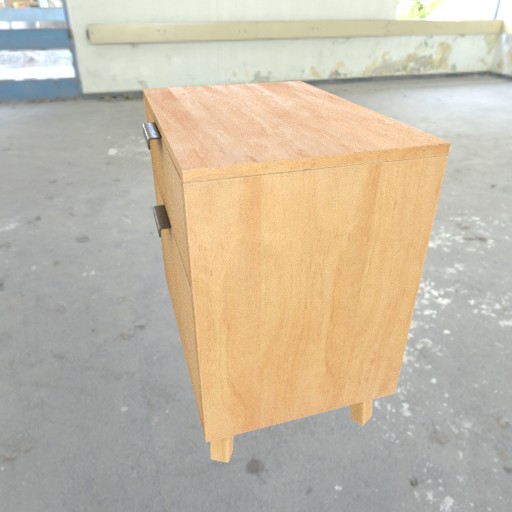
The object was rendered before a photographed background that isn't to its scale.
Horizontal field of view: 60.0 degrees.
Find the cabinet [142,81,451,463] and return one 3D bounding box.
[{"bbox_3d":[0.000,0.000,0.938,0.394,0.599,0.551,-9,31,-15],"label":"cabinet"}]
